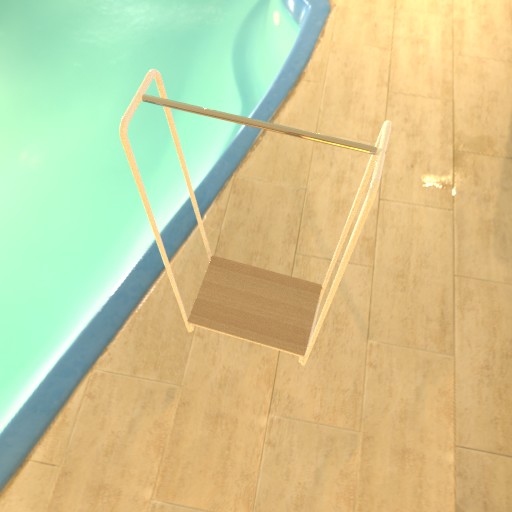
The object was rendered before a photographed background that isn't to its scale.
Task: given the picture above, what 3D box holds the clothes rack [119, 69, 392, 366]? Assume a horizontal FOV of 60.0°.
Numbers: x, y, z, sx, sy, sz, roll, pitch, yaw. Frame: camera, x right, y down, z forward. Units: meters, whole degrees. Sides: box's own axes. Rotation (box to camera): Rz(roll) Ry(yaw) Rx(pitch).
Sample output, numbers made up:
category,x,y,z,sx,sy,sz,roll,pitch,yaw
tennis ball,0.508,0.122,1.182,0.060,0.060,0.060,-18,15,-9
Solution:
category,x,y,z,sx,sy,sz,roll,pitch,yaw
clothes rack,0.000,0.000,1.748,0.640,1.500,0.400,15,65,7
